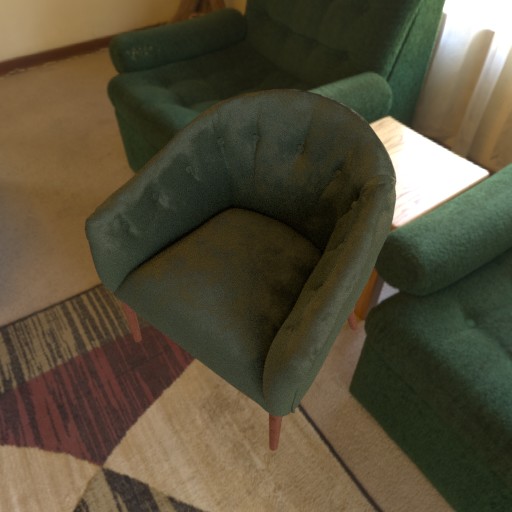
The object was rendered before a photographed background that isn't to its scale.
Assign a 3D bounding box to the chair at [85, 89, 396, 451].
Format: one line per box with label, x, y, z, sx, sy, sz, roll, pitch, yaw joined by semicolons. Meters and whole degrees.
chair;0.000;0.000;1.520;0.851;0.885;0.776;30;54;25
